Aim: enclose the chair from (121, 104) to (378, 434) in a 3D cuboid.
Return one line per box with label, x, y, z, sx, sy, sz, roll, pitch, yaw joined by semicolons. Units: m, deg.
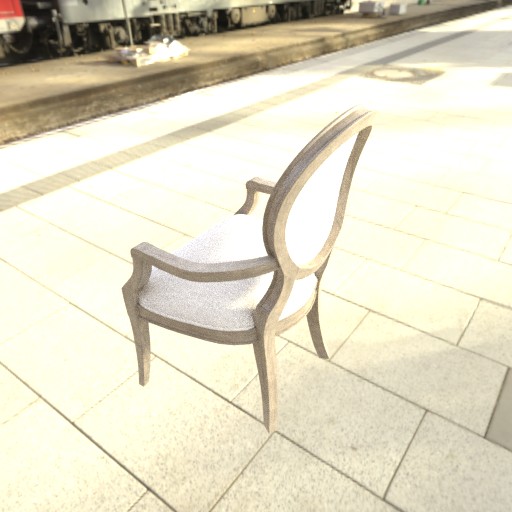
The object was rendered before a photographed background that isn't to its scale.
chair;0.000;0.000;1.386;0.602;0.991;0.611;20;38;28
